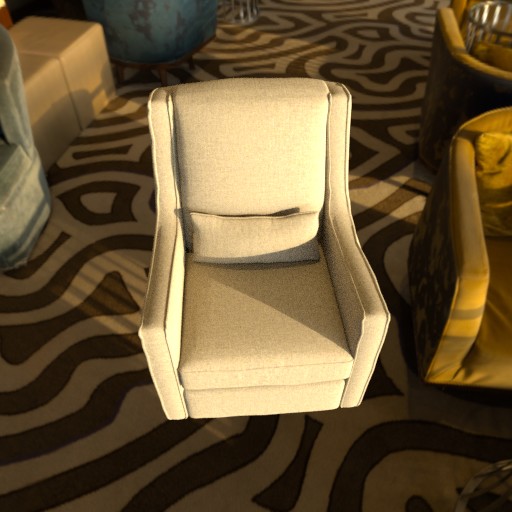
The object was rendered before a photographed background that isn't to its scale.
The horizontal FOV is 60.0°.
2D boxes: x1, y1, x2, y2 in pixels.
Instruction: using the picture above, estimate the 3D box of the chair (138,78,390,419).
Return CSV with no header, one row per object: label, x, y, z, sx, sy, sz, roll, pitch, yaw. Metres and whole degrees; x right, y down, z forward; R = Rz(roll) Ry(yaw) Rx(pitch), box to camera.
chair,0.000,0.000,1.629,0.732,0.993,0.879,-3,47,-3
